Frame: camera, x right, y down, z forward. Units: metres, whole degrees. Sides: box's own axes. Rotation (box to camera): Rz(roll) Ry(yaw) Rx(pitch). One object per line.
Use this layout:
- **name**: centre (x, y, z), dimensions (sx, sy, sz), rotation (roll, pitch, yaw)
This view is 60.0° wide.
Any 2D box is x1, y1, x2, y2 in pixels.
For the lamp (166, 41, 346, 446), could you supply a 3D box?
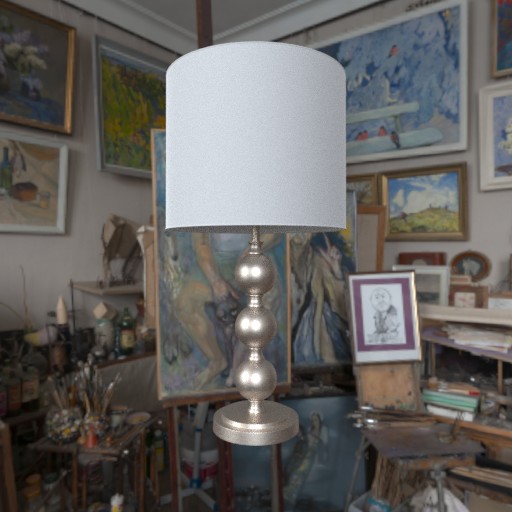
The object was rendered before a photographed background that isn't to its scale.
- **lamp**: centre (0.000, 0.000, 0.692), dimensions (0.277, 0.538, 0.277), rotation (0, 1, 0)
